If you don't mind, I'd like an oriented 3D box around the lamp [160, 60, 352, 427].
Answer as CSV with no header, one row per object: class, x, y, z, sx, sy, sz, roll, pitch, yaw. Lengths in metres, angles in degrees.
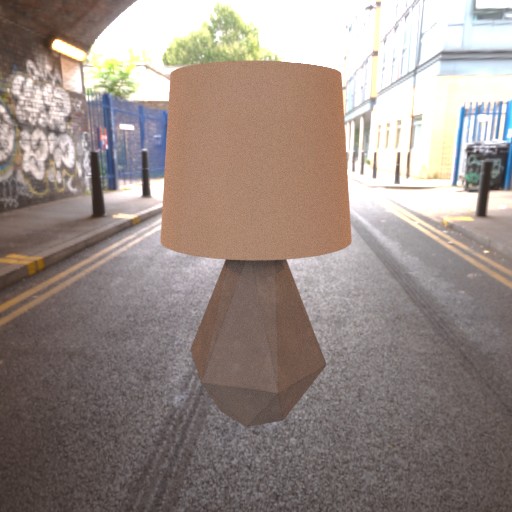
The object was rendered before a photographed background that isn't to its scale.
lamp,0.000,0.000,0.660,0.276,0.501,0.276,0,14,0
